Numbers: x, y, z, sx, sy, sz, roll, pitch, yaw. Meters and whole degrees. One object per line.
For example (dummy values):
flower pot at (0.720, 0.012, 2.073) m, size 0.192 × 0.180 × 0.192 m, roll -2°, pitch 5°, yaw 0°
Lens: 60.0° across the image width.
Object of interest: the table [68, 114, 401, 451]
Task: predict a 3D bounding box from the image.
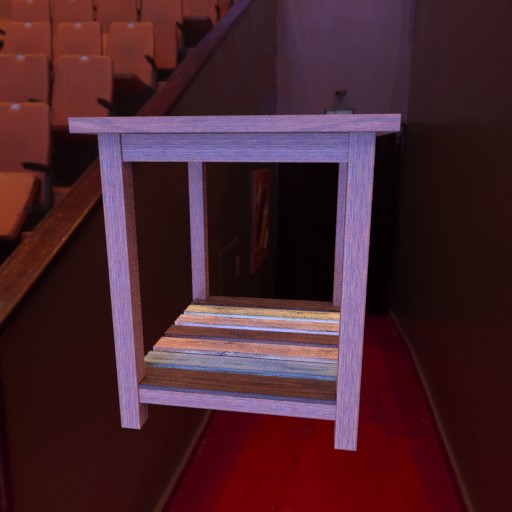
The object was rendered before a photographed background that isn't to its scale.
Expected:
table at (0.000, 0.000, 1.122) m, size 0.559 × 0.635 × 0.660 m, roll 2°, pitch 14°, yaw 9°
